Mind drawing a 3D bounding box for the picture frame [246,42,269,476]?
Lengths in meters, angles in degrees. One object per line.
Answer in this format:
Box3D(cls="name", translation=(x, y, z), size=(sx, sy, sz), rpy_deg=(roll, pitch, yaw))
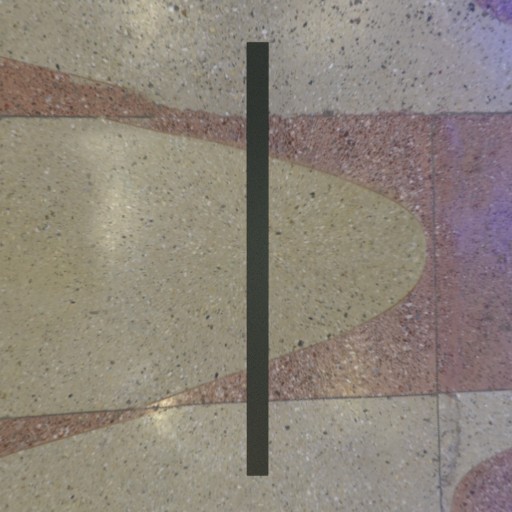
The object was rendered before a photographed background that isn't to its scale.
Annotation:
Box3D(cls="picture frame", translation=(0.000, 0.000, 0.849), size=(0.029, 0.557, 0.559), rpy_deg=(0, 92, 0))
